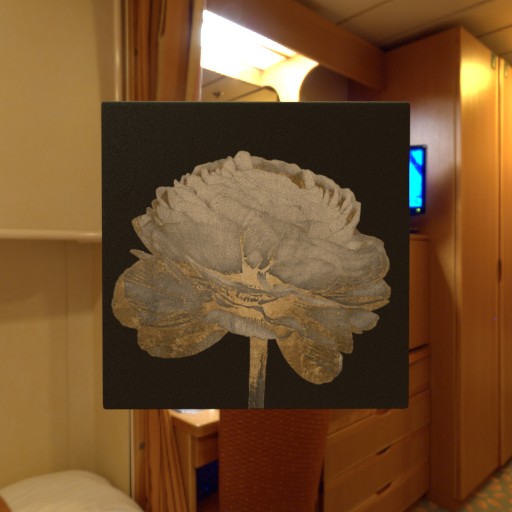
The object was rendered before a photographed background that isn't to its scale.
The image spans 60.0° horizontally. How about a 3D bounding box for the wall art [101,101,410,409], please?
[{"bbox_3d":[0.000,0.000,0.899,0.610,0.611,0.043,0,1,0],"label":"wall art"}]
